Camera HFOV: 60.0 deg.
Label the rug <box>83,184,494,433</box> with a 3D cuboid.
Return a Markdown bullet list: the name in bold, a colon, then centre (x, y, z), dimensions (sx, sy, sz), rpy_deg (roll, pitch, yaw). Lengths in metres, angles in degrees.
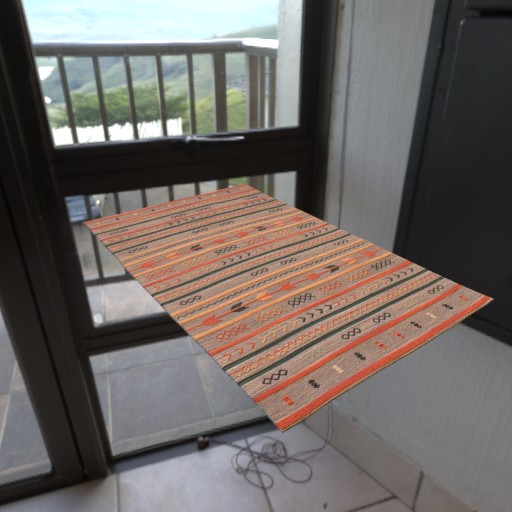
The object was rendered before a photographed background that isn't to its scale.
- **rug**: centre (0.000, 0.000, 2.959), dimensions (1.537, 0.029, 2.439), rpy_deg (-19, 34, -31)
